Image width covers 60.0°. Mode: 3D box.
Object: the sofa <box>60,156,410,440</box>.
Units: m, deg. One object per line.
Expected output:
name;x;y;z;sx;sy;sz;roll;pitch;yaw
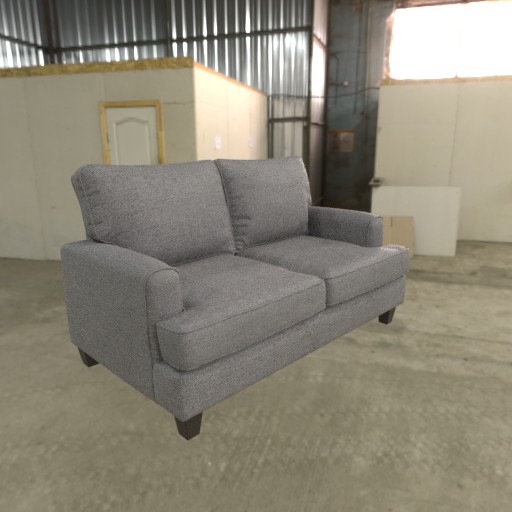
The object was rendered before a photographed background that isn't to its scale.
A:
sofa;0.000;0.000;2.292;0.965;0.965;1.651;14;21;43
